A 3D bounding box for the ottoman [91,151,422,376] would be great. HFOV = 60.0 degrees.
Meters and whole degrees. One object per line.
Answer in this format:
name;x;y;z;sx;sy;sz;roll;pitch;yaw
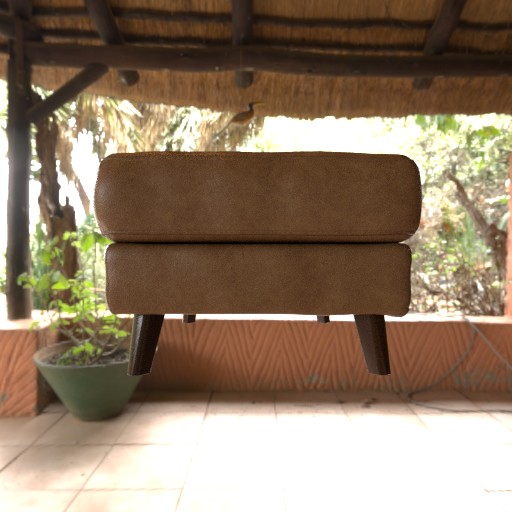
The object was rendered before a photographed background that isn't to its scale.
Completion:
ottoman;0.000;0.000;1.206;0.630;0.461;0.869;0;0;0
